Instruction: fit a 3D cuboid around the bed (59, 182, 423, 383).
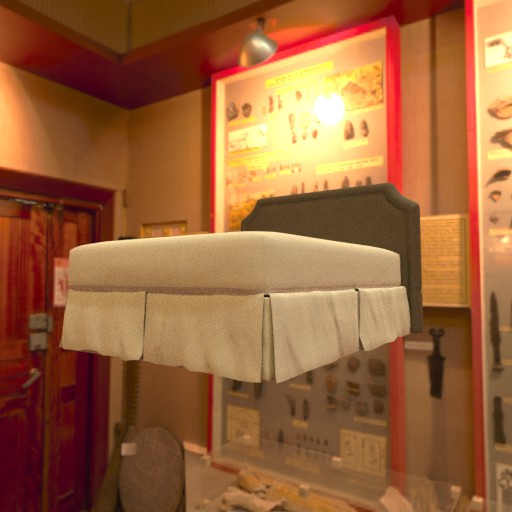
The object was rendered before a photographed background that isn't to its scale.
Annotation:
[{"bbox_3d":[0.000,0.000,3.302,1.831,1.297,2.181,-2,-3,36],"label":"bed"}]
